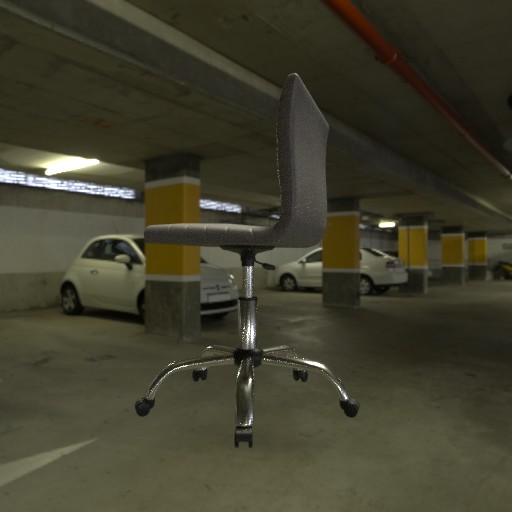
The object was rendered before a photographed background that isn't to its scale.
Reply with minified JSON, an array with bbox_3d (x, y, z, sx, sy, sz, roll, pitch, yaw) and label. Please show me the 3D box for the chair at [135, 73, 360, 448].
[{"bbox_3d":[0.000,0.000,1.165,0.530,0.780,0.556,0,0,19],"label":"chair"}]
